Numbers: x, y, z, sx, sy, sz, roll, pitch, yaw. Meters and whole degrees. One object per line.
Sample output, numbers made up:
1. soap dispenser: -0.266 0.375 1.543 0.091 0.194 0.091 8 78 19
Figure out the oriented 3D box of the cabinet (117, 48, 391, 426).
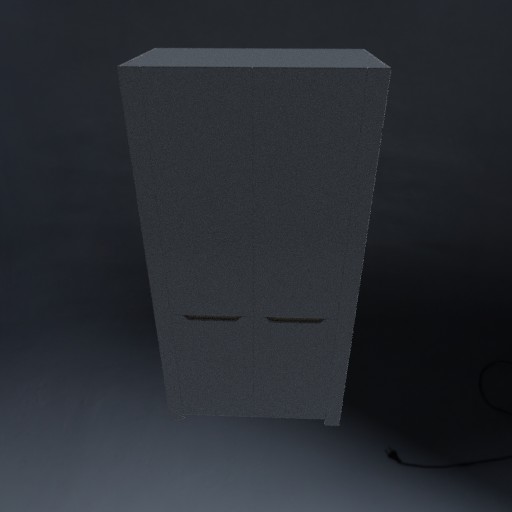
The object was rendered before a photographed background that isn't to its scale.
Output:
1. cabinet: 0.000 0.000 2.324 0.980 1.920 0.580 1 31 2
